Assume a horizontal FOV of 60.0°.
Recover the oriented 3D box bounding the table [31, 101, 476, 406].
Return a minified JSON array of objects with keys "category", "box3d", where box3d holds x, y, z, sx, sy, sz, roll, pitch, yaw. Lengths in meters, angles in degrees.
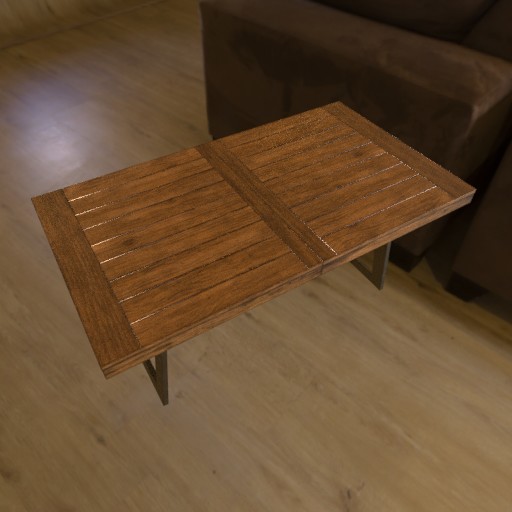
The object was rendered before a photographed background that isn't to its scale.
[{"category":"table","box3d":[0.000,0.000,2.147,1.641,0.757,0.931,-24,50,-21]}]
